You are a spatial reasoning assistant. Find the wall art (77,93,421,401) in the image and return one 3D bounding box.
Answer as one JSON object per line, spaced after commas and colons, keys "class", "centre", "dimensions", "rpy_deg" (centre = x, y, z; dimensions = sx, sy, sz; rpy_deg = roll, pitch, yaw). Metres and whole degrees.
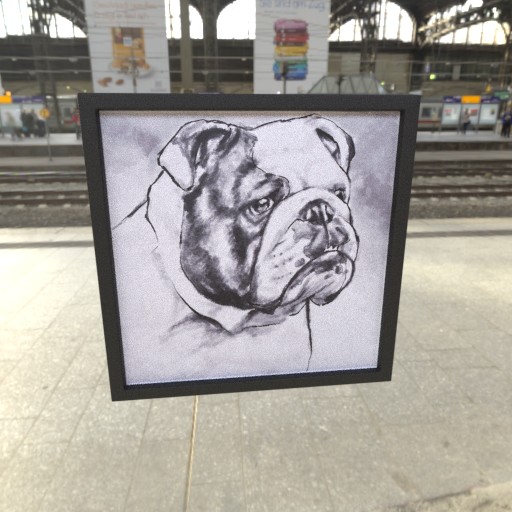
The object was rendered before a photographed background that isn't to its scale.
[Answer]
{"class": "wall art", "centre": [0.000, 0.000, 0.660], "dimensions": [0.456, 0.453, 0.022], "rpy_deg": [-2, 17, -7]}
